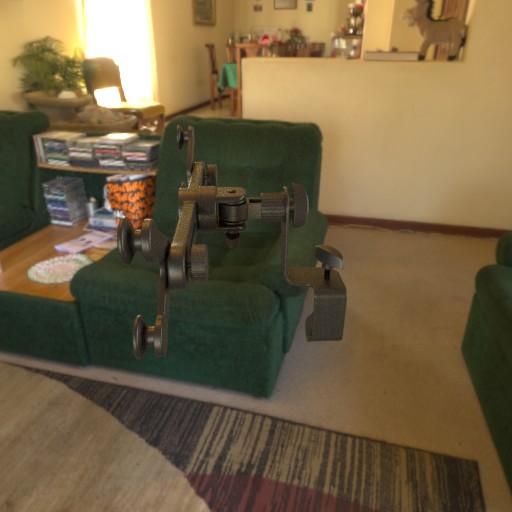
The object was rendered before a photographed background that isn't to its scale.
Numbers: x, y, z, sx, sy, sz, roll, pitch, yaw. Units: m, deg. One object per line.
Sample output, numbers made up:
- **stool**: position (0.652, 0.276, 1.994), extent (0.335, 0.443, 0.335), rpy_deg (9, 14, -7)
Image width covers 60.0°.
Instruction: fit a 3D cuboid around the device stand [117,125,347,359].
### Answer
- **device stand**: position (0.000, 0.000, 0.362), extent (0.142, 0.166, 0.270), rpy_deg (-1, 26, -2)
